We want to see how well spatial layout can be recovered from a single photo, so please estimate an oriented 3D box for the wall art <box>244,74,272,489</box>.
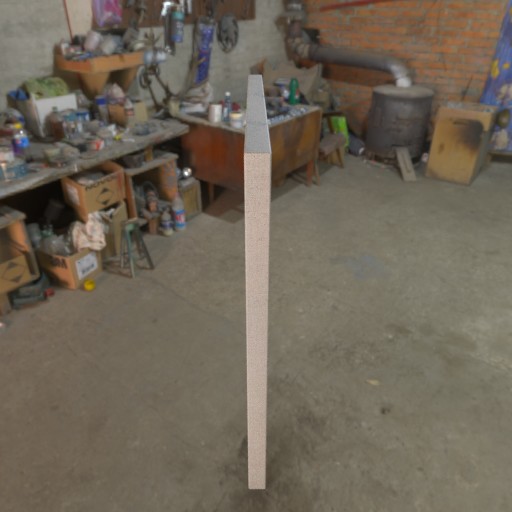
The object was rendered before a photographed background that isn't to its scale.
[{"bbox_3d":[0.000,0.000,1.128,0.038,0.762,0.762,0,30,0],"label":"wall art"}]
